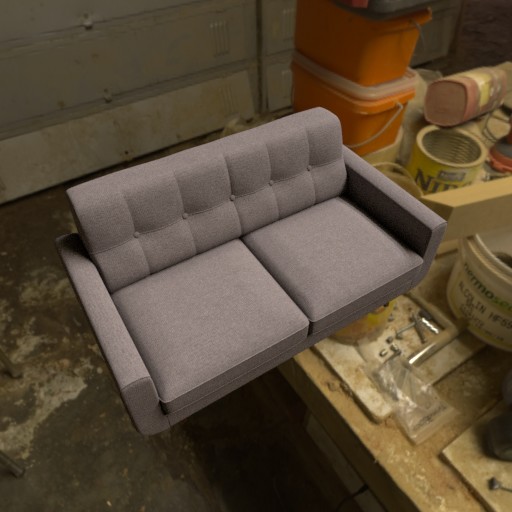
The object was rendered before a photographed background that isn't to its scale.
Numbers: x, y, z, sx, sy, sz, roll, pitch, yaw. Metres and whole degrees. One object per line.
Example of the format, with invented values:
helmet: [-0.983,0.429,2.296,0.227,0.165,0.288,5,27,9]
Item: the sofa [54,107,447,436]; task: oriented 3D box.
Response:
sofa: [0.000,0.000,2.157,1.631,0.841,0.909,-24,51,-21]
